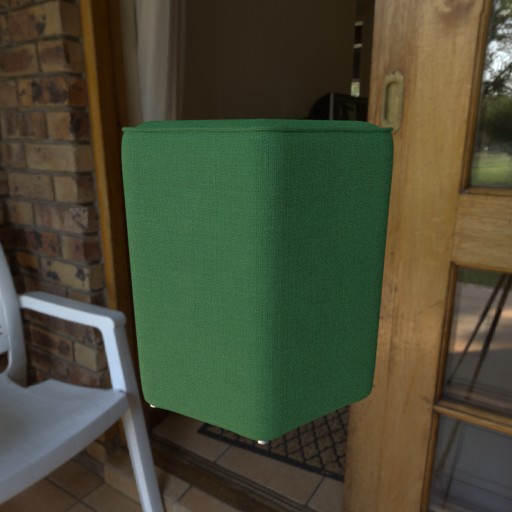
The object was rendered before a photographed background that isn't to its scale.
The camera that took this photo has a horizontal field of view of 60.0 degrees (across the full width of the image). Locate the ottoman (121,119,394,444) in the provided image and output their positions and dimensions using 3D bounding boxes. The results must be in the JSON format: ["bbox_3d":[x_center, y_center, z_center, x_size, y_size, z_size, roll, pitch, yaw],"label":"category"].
[{"bbox_3d":[0.000,0.000,0.877,0.499,0.507,0.444,8,17,26],"label":"ottoman"}]
